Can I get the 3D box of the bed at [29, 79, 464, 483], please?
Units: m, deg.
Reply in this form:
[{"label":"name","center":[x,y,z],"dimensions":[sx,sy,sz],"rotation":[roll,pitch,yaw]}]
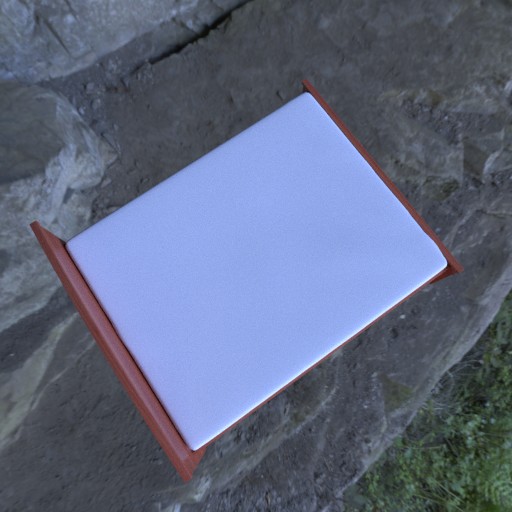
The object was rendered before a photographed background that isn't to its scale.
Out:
[{"label":"bed","center":[0.000,0.000,2.908],"dimensions":[2.053,0.848,1.683],"rotation":[-34,79,-8]}]
